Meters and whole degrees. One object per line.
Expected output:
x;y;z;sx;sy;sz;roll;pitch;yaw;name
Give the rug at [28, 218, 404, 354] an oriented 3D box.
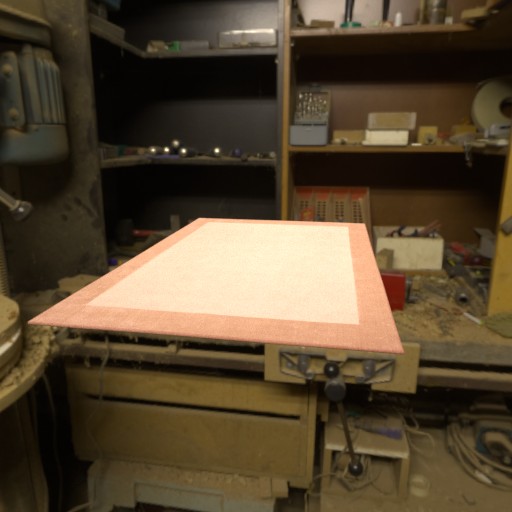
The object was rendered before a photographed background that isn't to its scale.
0.000;0.000;2.890;1.524;0.014;2.438;3;16;10;rug
